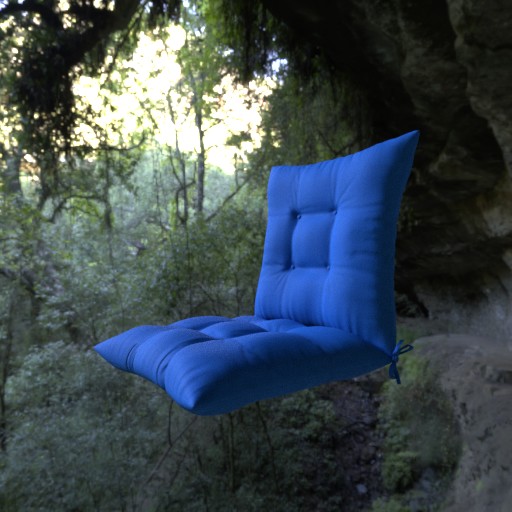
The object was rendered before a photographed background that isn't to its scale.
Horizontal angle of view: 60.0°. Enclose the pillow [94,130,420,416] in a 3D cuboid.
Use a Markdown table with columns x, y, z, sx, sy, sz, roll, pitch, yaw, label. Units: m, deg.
| x | y | z | sx | sy | sz | roll | pitch | yaw | label |
| --- | --- | --- | --- | --- | --- | --- | --- | --- | --- |
| 0.000 | 0.000 | 1.002 | 0.585 | 0.536 | 0.541 | 0 | 1 | -36 | pillow |
